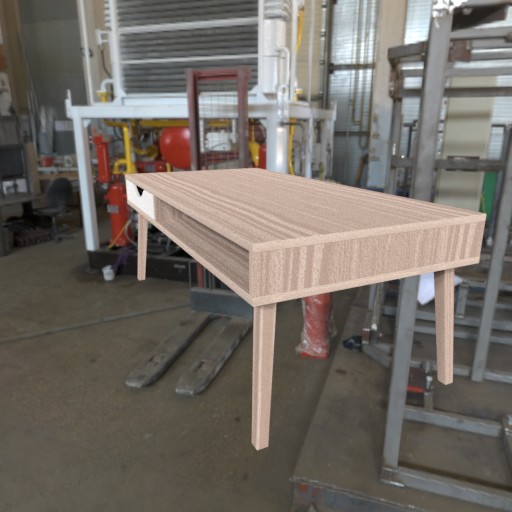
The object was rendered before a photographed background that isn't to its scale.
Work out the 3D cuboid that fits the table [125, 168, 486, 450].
[{"bbox_3d":[0.000,0.000,1.478,0.600,0.450,1.200,-8,19,-25],"label":"table"}]
